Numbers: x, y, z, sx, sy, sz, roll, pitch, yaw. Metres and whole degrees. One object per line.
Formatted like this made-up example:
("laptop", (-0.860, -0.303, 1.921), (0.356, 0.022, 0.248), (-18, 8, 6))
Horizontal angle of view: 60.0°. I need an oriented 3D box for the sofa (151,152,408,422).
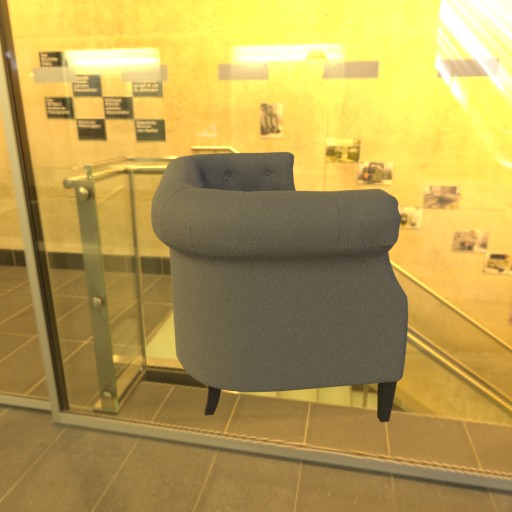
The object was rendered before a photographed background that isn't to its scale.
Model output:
("sofa", (0.000, 0.000, 2.038), (0.835, 0.827, 1.558), (-2, 18, -8))
